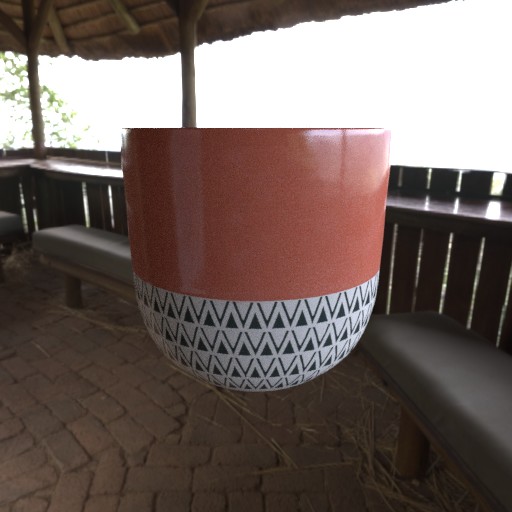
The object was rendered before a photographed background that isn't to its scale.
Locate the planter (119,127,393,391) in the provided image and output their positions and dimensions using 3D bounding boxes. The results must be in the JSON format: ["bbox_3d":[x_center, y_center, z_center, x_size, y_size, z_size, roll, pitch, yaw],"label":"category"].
[{"bbox_3d":[0.000,0.000,0.485,0.266,0.270,0.266,0,16,0],"label":"planter"}]
